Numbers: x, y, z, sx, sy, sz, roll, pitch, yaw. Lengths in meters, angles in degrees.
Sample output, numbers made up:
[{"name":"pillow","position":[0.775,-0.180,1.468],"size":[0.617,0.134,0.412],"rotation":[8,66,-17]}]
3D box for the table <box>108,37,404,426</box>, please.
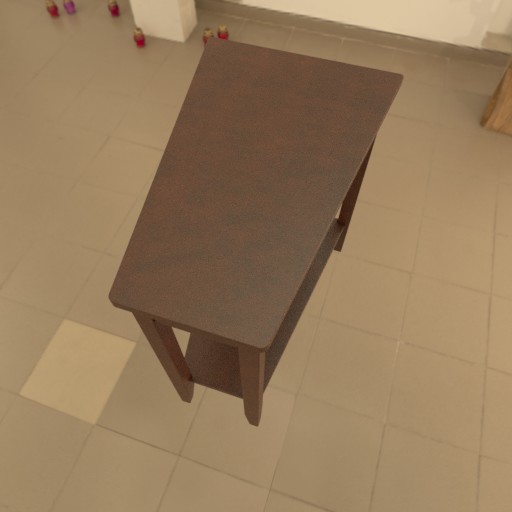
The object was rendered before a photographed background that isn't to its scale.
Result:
[{"name":"table","position":[0.000,0.000,0.978],"size":[0.399,0.589,0.605],"rotation":[16,60,9]}]
